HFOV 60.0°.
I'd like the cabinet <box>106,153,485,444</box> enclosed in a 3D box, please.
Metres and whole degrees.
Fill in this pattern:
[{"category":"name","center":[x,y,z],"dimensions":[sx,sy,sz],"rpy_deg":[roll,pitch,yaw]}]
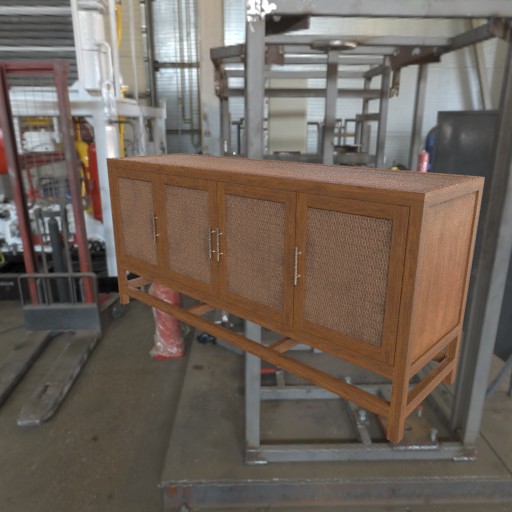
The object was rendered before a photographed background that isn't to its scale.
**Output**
[{"category":"cabinet","center":[0.000,0.000,2.048],"dimensions":[1.708,0.820,0.522],"rpy_deg":[15,23,41]}]
